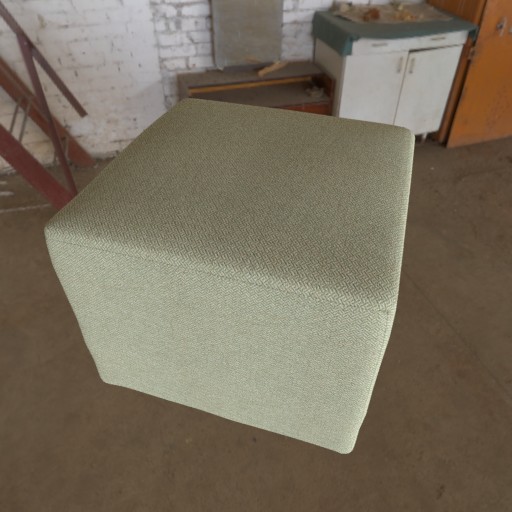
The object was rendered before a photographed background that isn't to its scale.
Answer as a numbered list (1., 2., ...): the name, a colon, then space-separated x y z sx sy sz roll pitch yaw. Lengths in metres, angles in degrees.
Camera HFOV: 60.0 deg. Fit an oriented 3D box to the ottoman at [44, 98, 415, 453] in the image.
1. ottoman: 0.000 0.000 0.890 0.521 0.453 0.512 12 43 13
